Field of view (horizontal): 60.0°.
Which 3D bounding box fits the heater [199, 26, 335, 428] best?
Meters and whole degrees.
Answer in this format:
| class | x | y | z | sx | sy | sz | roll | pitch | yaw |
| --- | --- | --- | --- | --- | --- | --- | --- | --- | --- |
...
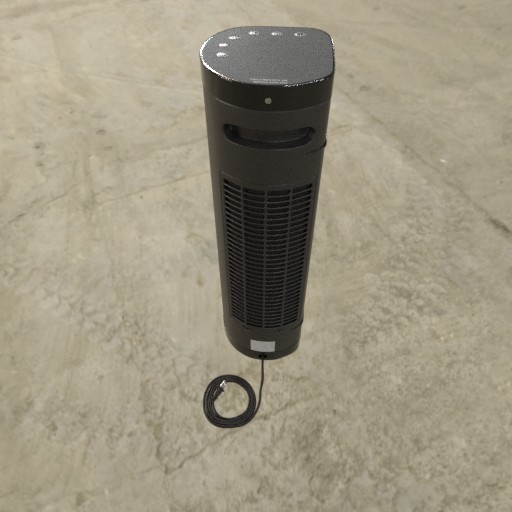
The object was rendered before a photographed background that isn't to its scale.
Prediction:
| class | x | y | z | sx | sy | sz | roll | pitch | yaw |
| --- | --- | --- | --- | --- | --- | --- | --- | --- | --- |
| heater | 0.000 | 0.000 | 0.673 | 0.174 | 0.552 | 0.312 | 4 | 47 | 3 |
